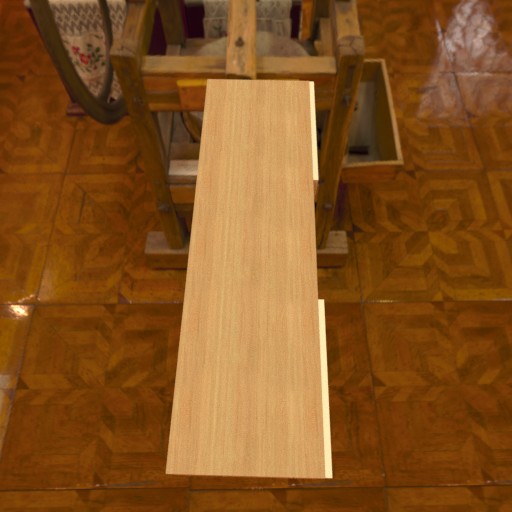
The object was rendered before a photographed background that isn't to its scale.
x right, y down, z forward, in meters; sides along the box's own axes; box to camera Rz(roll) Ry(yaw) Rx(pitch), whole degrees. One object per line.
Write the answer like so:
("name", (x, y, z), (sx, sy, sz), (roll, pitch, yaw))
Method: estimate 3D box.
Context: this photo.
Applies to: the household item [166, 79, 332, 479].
("household item", (0.000, 0.000, 1.569), (0.420, 0.310, 1.400), (1, 63, 1))
